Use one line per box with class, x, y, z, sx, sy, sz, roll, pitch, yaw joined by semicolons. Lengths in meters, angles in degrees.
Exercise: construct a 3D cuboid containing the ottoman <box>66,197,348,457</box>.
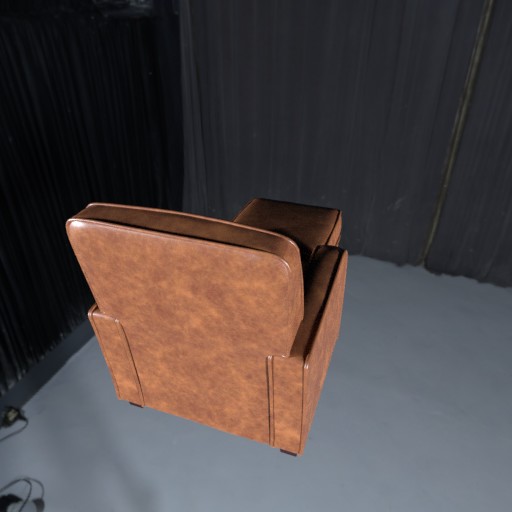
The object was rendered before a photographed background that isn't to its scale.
ottoman;0.000;0.000;1.829;0.732;0.904;1.314;11;33;17
